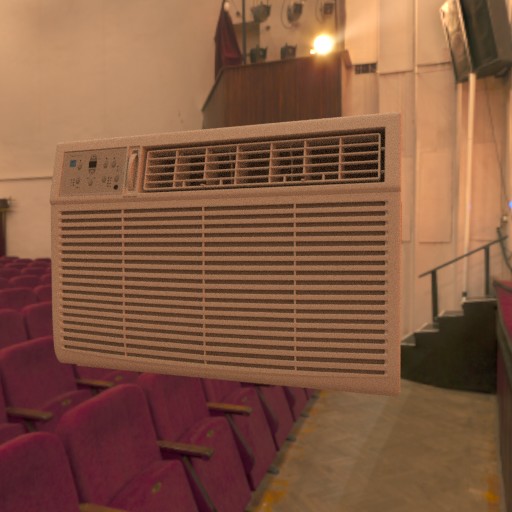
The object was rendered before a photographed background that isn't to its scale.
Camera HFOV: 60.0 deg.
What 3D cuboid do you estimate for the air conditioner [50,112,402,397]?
[{"bbox_3d":[0.000,0.000,1.037,0.645,0.455,0.599,0,1,18],"label":"air conditioner"}]
